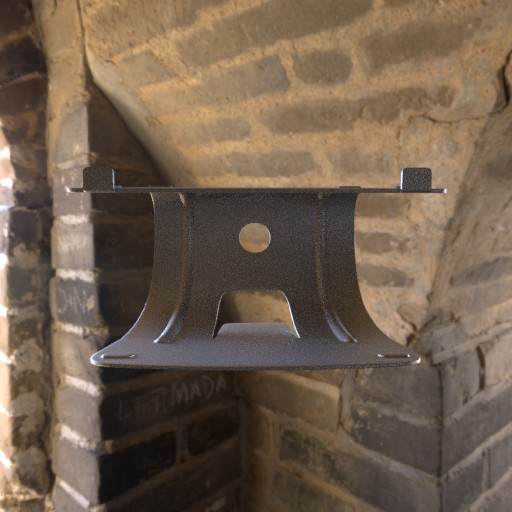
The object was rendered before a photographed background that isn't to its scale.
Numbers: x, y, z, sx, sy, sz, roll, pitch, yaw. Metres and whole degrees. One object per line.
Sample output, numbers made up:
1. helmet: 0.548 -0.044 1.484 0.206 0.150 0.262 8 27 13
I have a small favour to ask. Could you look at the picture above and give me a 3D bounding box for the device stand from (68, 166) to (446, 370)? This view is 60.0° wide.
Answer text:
1. device stand: 0.000 0.000 0.404 0.256 0.155 0.236 0 -1 -1
